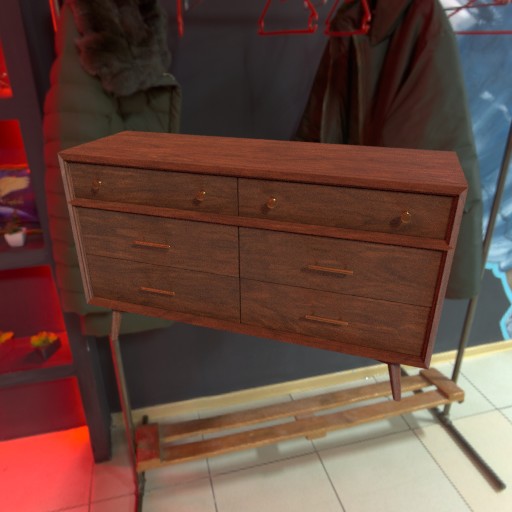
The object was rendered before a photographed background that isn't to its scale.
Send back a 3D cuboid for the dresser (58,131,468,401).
[{"bbox_3d":[0.000,0.000,1.909,1.472,0.889,0.500,8,27,16],"label":"dresser"}]
